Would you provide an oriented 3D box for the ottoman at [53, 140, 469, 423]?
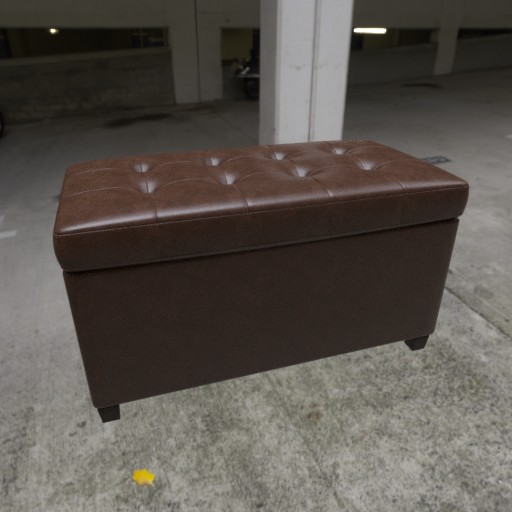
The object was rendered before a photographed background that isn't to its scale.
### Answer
[{"bbox_3d":[0.000,0.000,1.102,0.838,0.470,0.432,-8,29,-16],"label":"ottoman"}]
